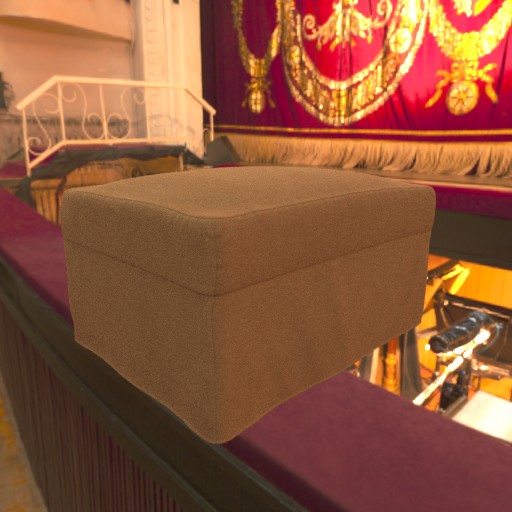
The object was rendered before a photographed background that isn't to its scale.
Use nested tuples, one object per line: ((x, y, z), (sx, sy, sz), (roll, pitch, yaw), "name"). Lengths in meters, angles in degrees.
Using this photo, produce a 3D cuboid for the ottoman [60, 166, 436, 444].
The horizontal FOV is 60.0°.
((0.000, 0.000, 1.245), (0.833, 0.485, 0.650), (-14, 20, -42), "ottoman")
